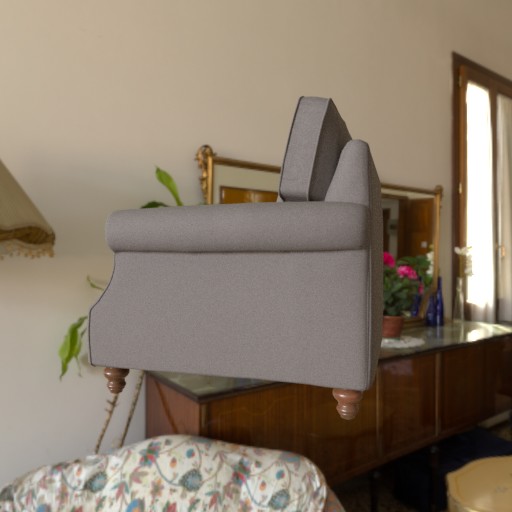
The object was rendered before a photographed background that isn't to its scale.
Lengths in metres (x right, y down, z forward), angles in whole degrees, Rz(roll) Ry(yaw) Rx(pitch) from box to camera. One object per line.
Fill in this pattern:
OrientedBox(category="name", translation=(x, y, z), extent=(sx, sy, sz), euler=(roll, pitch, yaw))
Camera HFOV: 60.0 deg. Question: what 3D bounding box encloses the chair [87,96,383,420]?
OrientedBox(category="chair", translation=(0.000, 0.000, 1.784), extent=(0.966, 0.967, 1.029), euler=(0, 0, 18))
